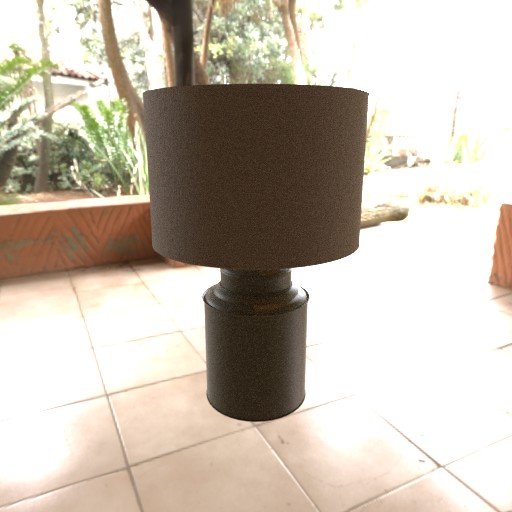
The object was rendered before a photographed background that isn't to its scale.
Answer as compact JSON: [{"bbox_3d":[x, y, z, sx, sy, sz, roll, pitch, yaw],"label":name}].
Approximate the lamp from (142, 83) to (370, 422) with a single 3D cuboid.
[{"bbox_3d":[0.000,0.000,0.703,0.318,0.486,0.318,0,16,0],"label":"lamp"}]
